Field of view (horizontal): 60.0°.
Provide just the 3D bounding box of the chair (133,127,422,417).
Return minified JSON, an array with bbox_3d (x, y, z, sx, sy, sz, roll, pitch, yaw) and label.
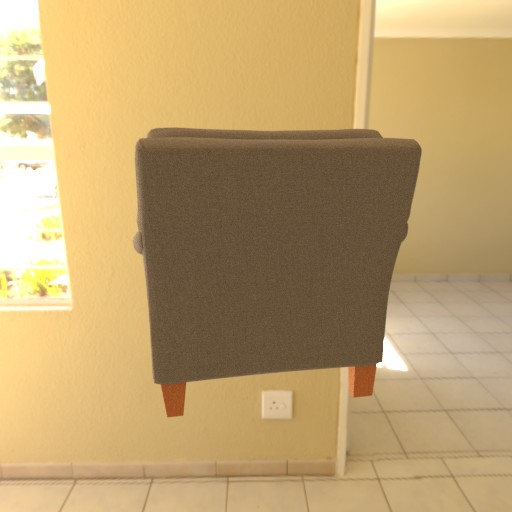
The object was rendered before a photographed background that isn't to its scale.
[{"bbox_3d":[0.000,0.000,1.908,0.955,1.038,1.070,-3,14,-10],"label":"chair"}]
